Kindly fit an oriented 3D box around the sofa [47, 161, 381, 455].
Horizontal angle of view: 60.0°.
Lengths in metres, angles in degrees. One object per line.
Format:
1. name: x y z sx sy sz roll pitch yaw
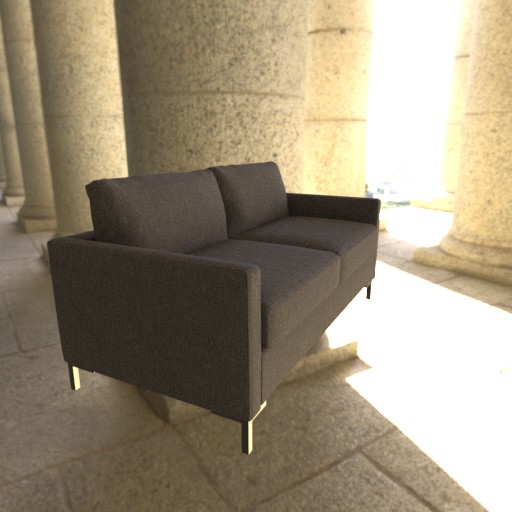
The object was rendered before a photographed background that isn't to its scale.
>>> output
1. sofa: 0.000 0.000 2.176 0.875 0.840 1.682 8 17 27
